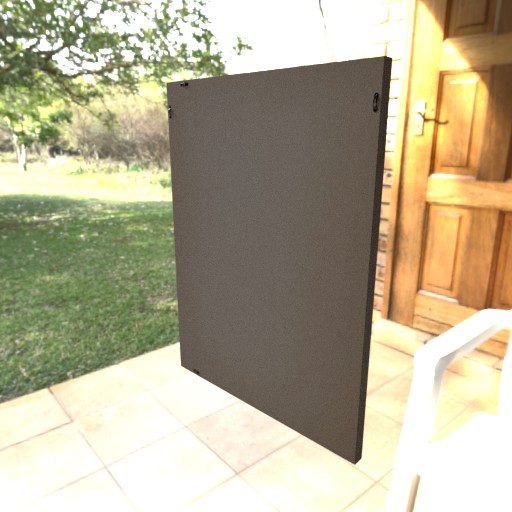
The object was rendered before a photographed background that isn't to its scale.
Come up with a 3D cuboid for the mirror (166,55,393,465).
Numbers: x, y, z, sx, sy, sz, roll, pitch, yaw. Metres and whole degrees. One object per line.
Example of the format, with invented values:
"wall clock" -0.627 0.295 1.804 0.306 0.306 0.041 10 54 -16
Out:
"mirror" 0.000 0.000 1.318 0.762 1.016 0.040 14 21 41
